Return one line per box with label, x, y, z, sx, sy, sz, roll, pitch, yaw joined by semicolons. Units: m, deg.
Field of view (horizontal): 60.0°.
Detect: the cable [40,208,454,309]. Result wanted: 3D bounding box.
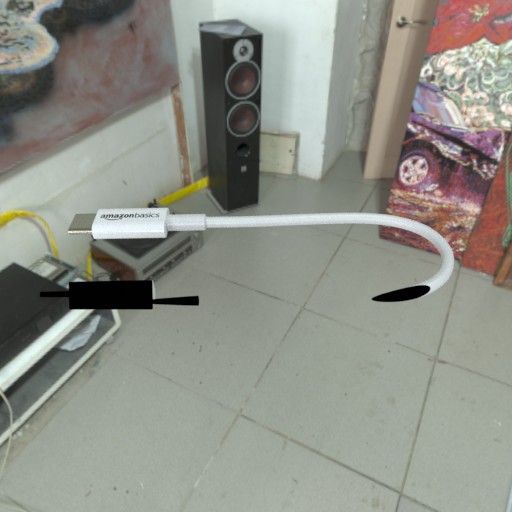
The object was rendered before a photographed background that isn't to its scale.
cable;0.000;0.000;0.110;0.098;0.006;0.040;-1;40;-1
